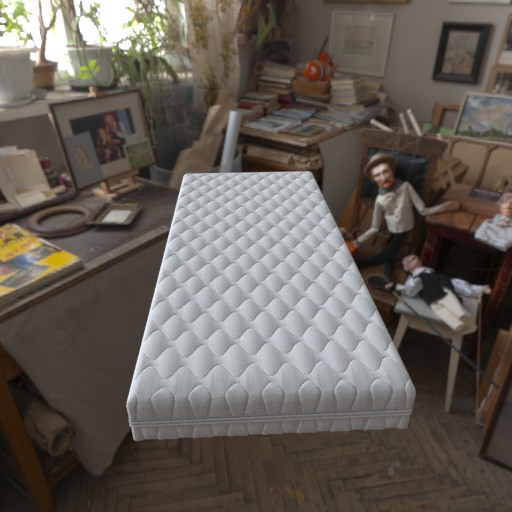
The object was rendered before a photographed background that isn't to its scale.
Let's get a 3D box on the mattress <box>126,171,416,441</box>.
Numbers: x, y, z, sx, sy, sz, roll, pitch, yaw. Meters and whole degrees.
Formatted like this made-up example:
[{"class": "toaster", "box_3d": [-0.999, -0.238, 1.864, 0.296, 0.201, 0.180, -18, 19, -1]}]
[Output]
[{"class": "mattress", "box_3d": [0.000, 0.000, 2.251, 0.900, 0.200, 2.000, -2, 30, -3]}]
